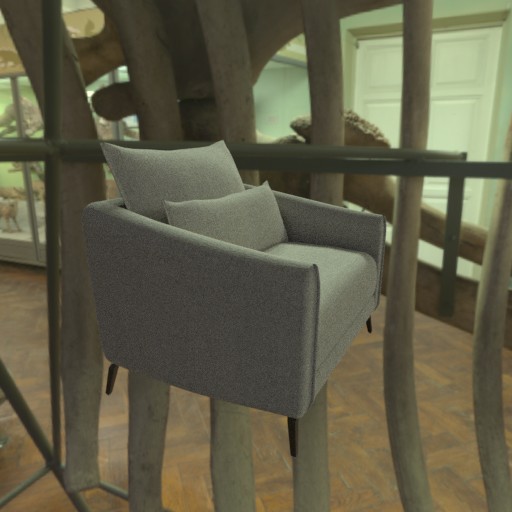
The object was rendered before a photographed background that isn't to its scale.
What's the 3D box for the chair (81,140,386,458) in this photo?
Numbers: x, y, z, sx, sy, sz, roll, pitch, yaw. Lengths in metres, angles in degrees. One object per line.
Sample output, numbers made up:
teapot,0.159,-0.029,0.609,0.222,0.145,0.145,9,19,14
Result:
chair,0.000,0.000,1.687,0.801,0.856,1.029,7,16,26
